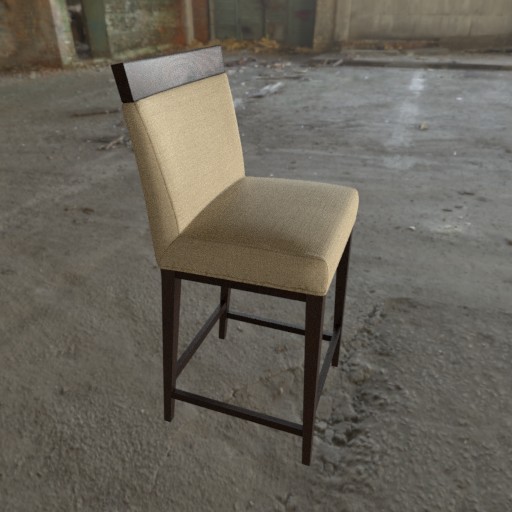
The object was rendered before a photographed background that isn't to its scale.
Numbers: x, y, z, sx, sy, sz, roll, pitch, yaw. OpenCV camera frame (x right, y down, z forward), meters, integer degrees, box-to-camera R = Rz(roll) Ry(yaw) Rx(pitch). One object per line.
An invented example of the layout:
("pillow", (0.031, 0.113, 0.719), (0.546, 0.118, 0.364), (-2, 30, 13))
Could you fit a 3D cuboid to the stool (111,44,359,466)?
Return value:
("stool", (0.000, 0.000, 1.345), (0.531, 1.117, 0.511), (10, 31, 17))
